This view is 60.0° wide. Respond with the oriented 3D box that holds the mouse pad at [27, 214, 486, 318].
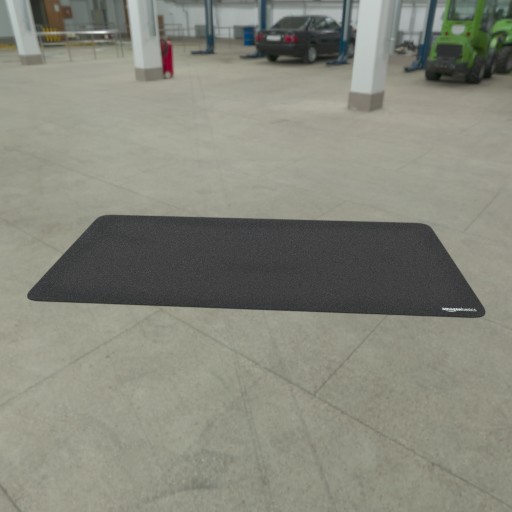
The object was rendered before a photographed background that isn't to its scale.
[{"bbox_3d":[0.000,0.000,1.038,0.907,0.003,0.424,2,29,3],"label":"mouse pad"}]
